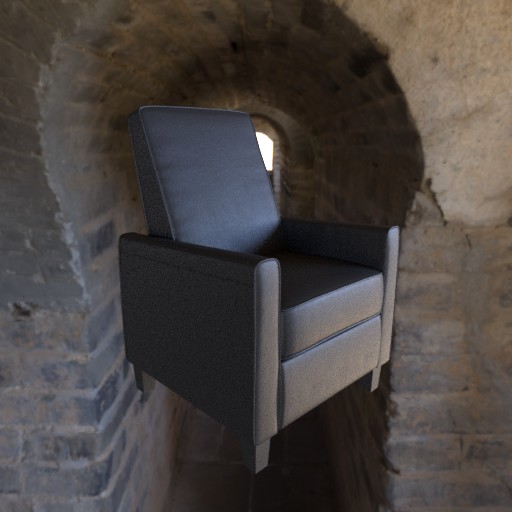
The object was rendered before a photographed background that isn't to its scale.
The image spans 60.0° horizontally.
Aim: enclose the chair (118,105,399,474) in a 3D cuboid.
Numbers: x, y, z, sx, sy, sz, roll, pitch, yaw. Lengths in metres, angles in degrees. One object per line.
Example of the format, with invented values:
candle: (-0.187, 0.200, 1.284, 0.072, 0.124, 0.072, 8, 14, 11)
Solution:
chair: (0.000, 0.000, 1.543, 0.705, 1.013, 0.746, -14, 20, -43)
